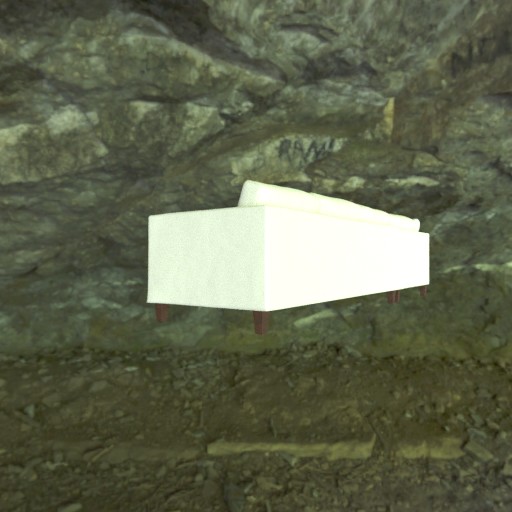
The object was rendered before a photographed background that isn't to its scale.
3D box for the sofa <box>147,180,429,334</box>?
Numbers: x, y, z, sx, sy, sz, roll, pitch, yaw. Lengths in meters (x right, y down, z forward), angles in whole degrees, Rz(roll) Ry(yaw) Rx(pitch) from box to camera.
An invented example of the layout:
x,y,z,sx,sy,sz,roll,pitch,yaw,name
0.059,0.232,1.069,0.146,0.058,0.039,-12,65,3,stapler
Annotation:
x,y,z,sx,sy,sz,roll,pitch,yaw,name
0.000,0.000,4.279,2.432,0.863,3.182,0,-1,36,sofa
